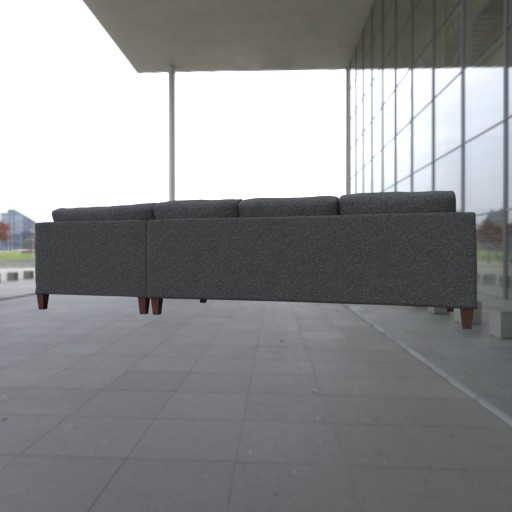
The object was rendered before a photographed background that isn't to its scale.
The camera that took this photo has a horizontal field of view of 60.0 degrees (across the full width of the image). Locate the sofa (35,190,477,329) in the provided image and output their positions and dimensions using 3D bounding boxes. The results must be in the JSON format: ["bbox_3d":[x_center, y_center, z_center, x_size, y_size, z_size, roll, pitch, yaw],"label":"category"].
[{"bbox_3d":[0.000,0.000,3.792,3.186,0.846,1.625,0,0,17],"label":"sofa"}]
